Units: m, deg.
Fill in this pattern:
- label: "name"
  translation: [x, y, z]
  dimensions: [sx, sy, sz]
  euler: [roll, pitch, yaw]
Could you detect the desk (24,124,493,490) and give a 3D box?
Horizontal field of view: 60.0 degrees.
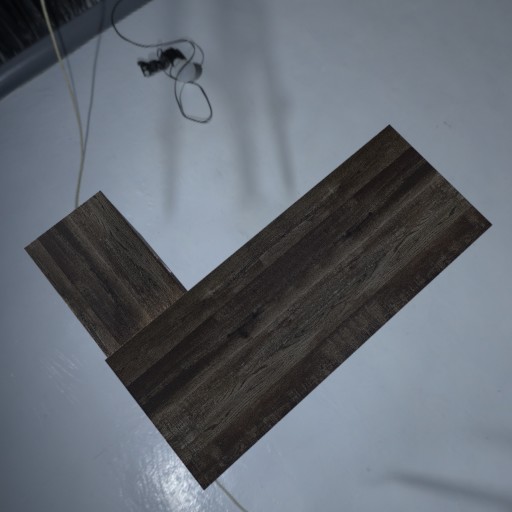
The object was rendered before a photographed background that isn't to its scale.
- label: "desk"
  translation: [0.000, 0.000, 2.170]
  dimensions: [1.524, 0.753, 1.200]
  euler: [-40, 80, -9]
